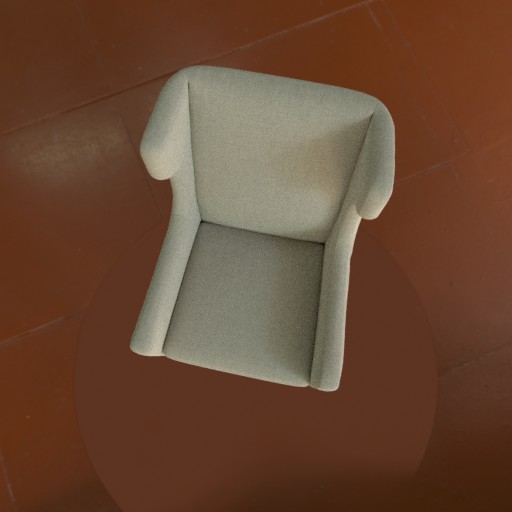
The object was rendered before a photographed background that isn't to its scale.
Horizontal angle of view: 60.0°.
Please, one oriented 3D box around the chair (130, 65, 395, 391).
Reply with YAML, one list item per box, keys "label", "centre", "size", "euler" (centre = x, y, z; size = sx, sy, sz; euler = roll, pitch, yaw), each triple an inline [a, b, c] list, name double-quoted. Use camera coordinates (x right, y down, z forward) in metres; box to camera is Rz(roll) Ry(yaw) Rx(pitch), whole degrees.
- label: "chair"
  centre: [0.000, 0.000, 1.700]
  size: [0.778, 1.079, 0.899]
  euler: [11, 77, 3]
